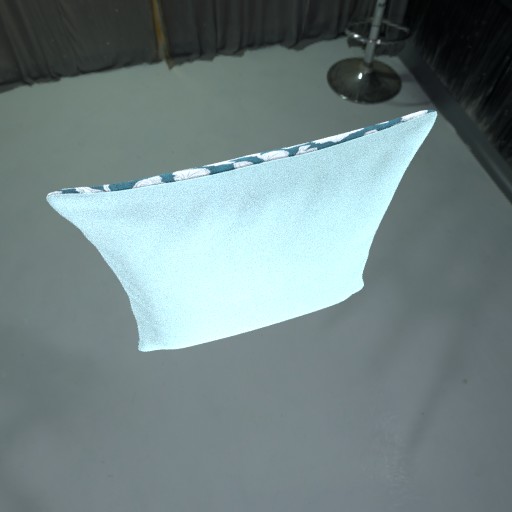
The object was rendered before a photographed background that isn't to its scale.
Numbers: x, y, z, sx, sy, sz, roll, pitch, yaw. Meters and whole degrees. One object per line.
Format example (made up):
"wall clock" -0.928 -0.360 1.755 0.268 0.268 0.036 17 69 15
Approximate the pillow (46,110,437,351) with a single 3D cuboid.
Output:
"pillow" 0.000 0.000 0.780 0.525 0.508 0.166 -15 58 -10
